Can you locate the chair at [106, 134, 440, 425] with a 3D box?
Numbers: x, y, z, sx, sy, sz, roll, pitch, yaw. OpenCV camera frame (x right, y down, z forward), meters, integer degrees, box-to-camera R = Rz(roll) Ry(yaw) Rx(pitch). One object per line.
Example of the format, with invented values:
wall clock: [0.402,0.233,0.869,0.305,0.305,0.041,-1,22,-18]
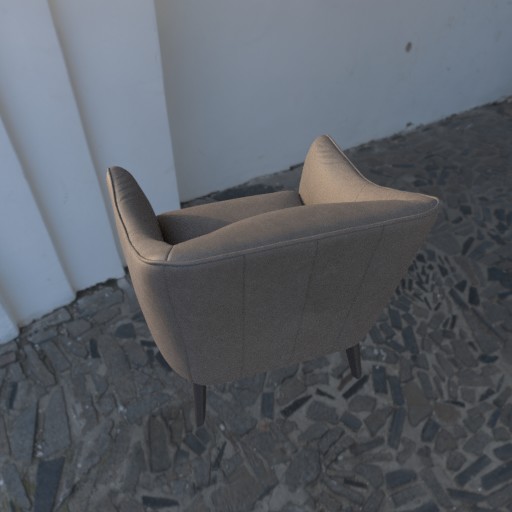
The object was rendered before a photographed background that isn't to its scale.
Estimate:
chair: [0.000,0.000,1.507,0.871,0.830,0.852,-12,43,-13]
